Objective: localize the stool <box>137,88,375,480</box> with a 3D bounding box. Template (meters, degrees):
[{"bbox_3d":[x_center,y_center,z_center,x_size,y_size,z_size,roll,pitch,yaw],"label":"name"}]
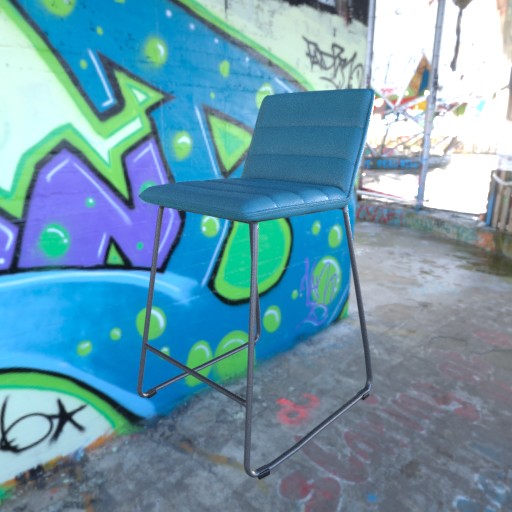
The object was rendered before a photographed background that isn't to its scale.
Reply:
[{"bbox_3d":[0.000,0.000,1.199,0.489,0.866,0.524,15,22,42],"label":"stool"}]
